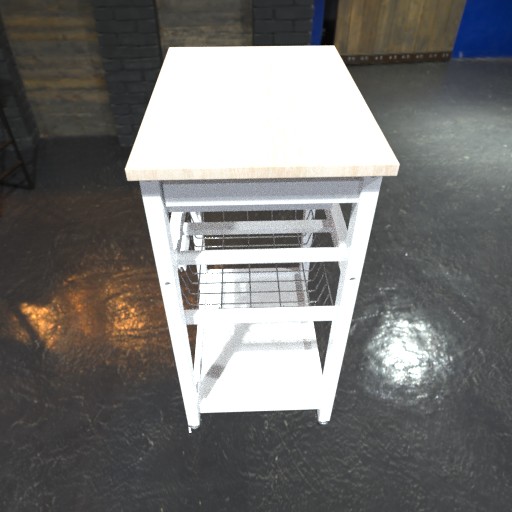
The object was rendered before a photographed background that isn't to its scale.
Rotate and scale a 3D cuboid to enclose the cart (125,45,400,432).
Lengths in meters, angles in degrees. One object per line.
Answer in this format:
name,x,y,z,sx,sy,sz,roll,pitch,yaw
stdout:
cart,0.000,0.000,1.150,0.406,0.857,0.578,-1,41,-2
